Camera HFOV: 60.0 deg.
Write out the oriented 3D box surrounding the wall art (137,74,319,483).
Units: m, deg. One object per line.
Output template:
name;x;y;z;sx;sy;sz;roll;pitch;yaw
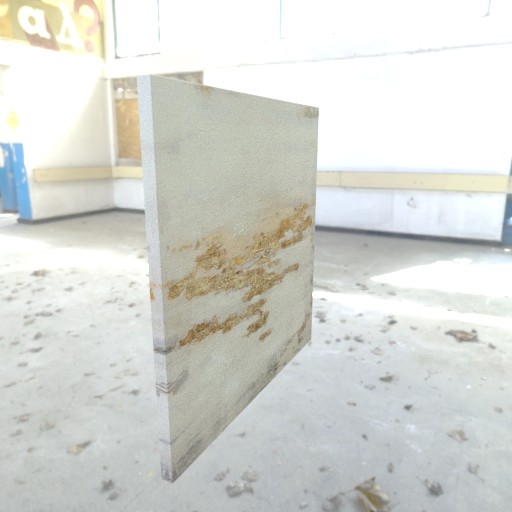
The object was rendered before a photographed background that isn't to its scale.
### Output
wall art;0.000;0.000;1.495;0.040;1.018;1.015;7;16;27
